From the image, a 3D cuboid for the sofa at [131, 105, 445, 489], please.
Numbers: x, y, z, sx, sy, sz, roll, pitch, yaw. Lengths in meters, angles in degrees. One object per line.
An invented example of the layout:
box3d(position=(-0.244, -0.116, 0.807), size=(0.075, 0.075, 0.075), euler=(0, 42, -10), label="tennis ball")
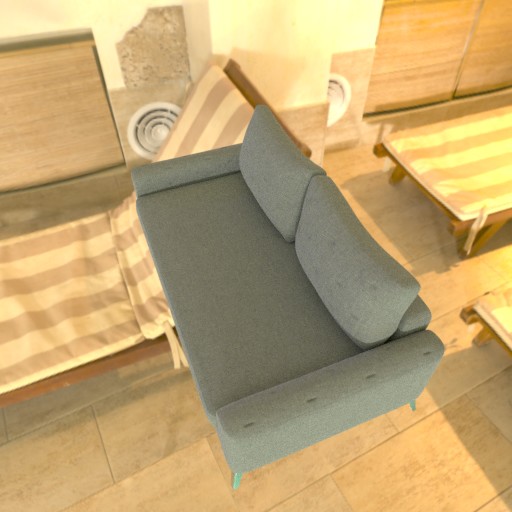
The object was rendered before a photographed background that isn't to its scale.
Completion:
box3d(position=(0.000, 0.000, 2.125), size=(0.920, 0.790, 1.650), euler=(-17, 49, -15), label="sofa")
